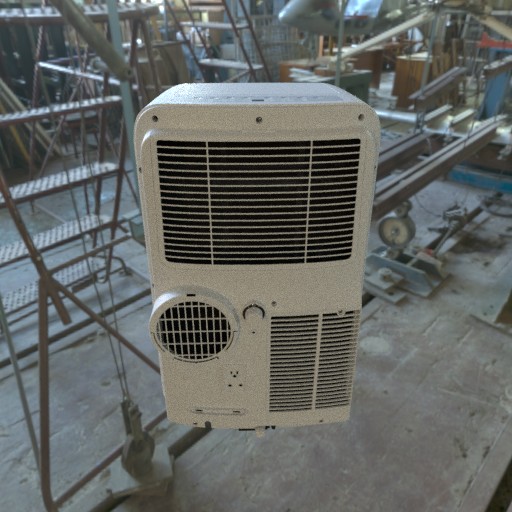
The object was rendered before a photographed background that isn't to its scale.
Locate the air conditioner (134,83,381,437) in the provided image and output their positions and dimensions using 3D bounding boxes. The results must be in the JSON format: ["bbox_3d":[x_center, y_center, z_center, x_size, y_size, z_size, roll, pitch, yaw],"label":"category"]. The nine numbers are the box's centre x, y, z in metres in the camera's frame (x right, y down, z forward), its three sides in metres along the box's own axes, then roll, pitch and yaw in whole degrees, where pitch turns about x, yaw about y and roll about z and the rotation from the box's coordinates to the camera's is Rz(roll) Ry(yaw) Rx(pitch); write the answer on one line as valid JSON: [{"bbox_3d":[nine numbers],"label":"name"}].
[{"bbox_3d":[0.000,0.000,1.061,0.478,0.765,0.467,-1,30,-2],"label":"air conditioner"}]
